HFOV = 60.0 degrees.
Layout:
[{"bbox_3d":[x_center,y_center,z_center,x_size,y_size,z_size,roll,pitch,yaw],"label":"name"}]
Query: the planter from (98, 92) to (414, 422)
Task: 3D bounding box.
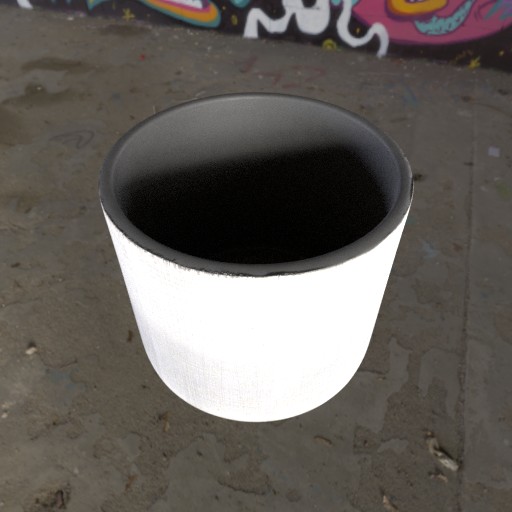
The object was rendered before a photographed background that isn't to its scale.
[{"bbox_3d":[0.000,0.000,0.437,0.254,0.221,0.254,0,46,0],"label":"planter"}]
